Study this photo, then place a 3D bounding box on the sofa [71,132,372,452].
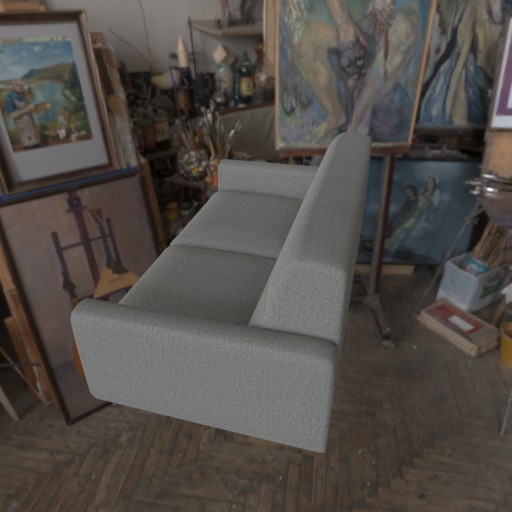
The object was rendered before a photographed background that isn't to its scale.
[{"bbox_3d":[0.000,0.000,2.188,0.952,0.925,1.651,8,33,13],"label":"sofa"}]
